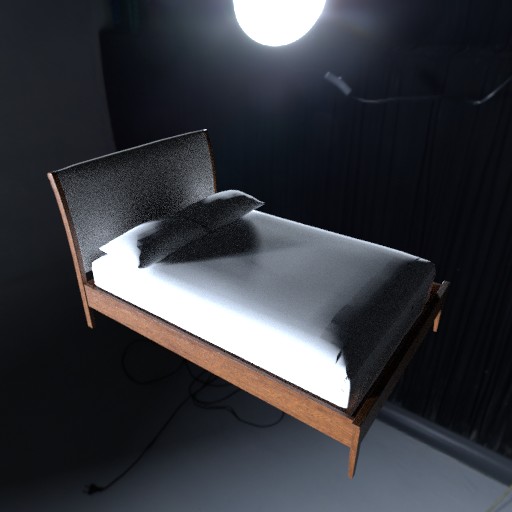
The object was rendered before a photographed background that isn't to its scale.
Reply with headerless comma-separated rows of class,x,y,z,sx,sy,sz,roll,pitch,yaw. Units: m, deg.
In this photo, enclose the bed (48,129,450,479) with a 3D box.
bed,0.000,0.000,3.214,2.380,1.250,1.612,19,34,31
